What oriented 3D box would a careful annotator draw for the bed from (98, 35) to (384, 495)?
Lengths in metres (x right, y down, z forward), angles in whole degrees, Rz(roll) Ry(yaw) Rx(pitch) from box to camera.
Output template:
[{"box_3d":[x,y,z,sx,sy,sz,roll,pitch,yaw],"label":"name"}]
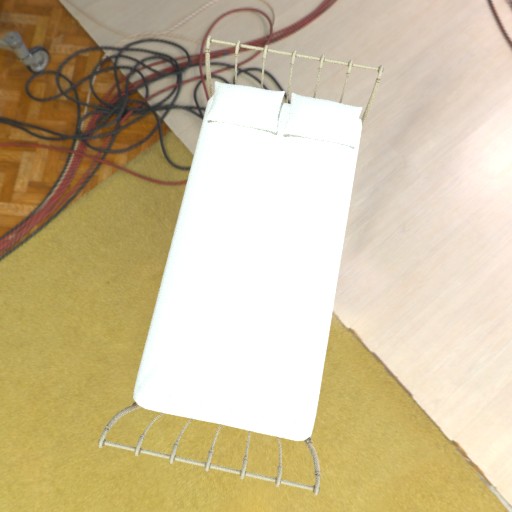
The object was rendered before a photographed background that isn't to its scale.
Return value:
[{"box_3d":[0.000,0.000,2.639,1.032,0.873,2.228,11,76,3],"label":"bed"}]
